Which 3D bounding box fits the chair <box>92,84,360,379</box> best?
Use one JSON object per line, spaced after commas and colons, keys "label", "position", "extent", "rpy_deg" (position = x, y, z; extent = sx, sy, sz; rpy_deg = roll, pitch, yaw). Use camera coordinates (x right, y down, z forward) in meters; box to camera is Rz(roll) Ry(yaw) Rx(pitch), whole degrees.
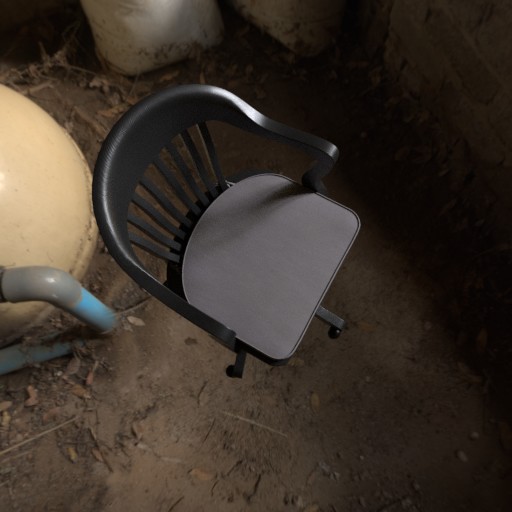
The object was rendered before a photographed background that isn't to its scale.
{"label": "chair", "position": [0.000, 0.000, 1.423], "extent": [0.788, 0.878, 0.750], "rpy_deg": [29, 76, 8]}
